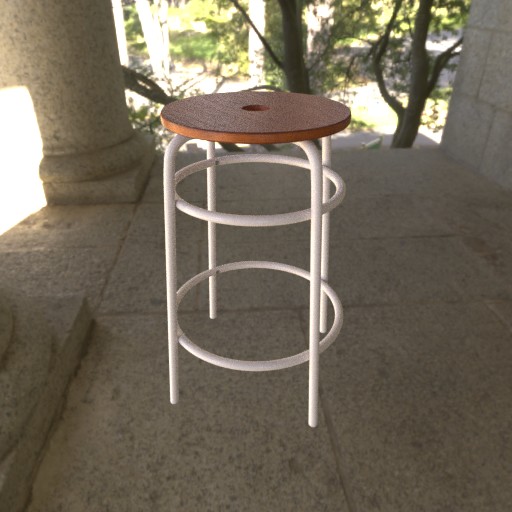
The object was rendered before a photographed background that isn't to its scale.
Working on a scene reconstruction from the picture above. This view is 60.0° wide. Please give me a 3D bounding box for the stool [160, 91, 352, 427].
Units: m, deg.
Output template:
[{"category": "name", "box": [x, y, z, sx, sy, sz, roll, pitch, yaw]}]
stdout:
[{"category": "stool", "box": [0.000, 0.000, 0.942, 0.455, 0.610, 0.455, -19, 35, -29]}]
